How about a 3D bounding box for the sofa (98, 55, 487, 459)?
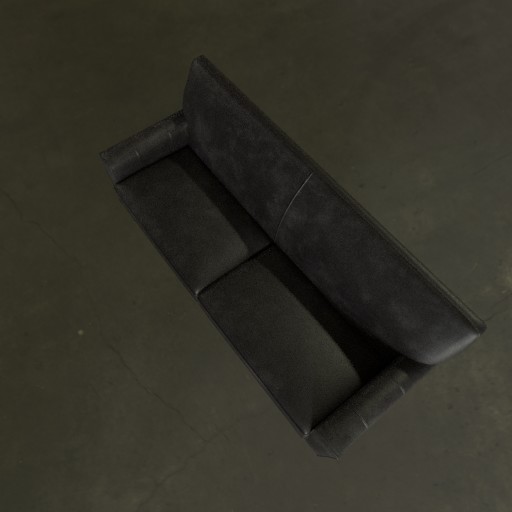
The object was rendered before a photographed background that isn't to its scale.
[{"bbox_3d":[0.000,0.000,2.448,0.805,0.947,2.053,-35,68,-16],"label":"sofa"}]
